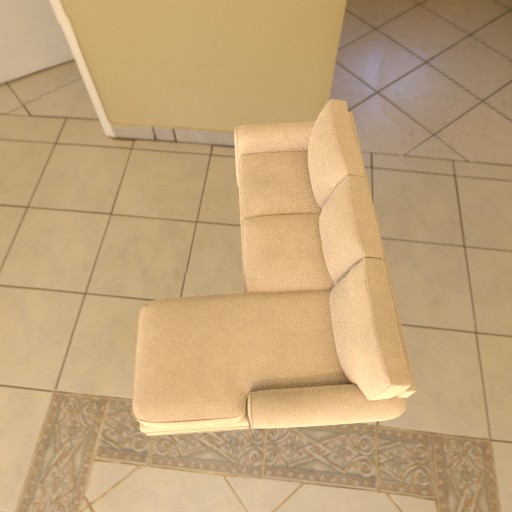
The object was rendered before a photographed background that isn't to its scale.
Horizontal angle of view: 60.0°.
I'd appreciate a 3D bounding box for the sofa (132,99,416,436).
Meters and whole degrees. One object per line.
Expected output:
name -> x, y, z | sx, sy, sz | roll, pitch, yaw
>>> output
sofa -> 0.000, 0.000, 2.393 | 1.226, 0.734, 1.770 | -3, 61, -2
